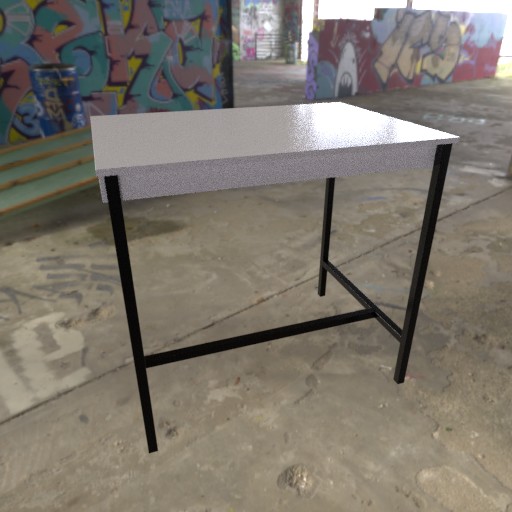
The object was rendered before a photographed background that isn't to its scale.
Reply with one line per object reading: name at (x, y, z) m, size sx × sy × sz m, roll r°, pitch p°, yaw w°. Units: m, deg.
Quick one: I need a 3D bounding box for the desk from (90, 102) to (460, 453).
desk at (0.000, 0.000, 1.332) m, size 0.811 × 0.766 × 0.573 m, roll -9°, pitch 29°, yaw -17°
